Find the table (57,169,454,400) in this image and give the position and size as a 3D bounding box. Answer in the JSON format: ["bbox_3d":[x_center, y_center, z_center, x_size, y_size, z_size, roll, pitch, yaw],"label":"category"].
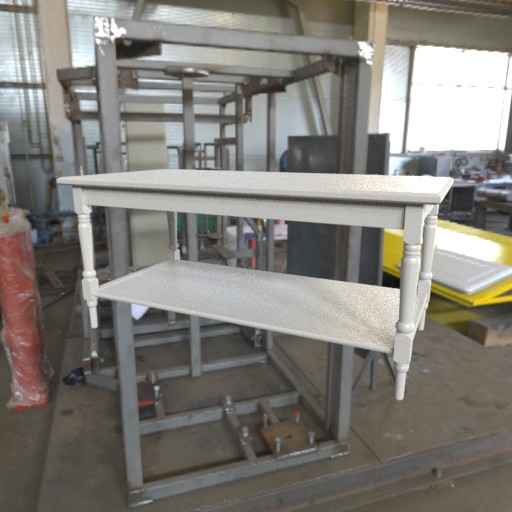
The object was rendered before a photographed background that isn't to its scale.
[{"bbox_3d":[0.000,0.000,1.441,1.109,0.506,0.551,7,16,25],"label":"table"}]
